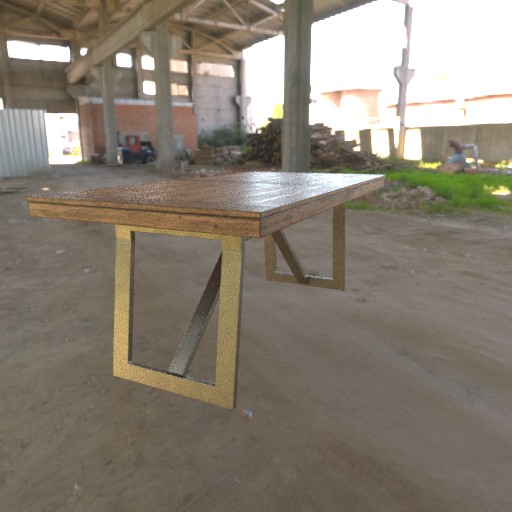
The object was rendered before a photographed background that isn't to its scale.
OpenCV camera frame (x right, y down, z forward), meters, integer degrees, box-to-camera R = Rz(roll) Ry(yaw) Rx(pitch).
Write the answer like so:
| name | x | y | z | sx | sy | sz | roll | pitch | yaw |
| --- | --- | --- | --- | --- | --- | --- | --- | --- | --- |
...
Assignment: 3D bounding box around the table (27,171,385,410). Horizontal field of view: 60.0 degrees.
| name | x | y | z | sx | sy | sz | roll | pitch | yaw |
| --- | --- | --- | --- | --- | --- | --- | --- | --- | --- |
| table | 0.000 | 0.000 | 2.307 | 0.931 | 0.757 | 1.867 | 7 | 15 | 25 |
